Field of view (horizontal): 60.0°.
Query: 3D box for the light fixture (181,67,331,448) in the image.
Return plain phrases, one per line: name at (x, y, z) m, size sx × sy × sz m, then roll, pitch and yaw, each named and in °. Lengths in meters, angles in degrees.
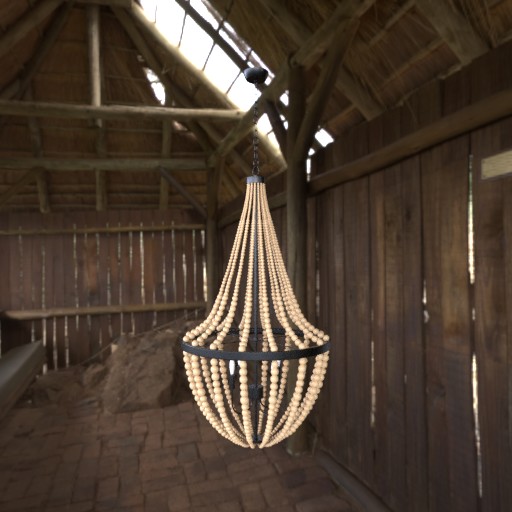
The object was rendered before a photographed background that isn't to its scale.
light fixture at (0.000, 0.000, 1.357) m, size 0.450 × 1.133 × 0.450 m, roll 0°, pitch -1°, yaw 0°
